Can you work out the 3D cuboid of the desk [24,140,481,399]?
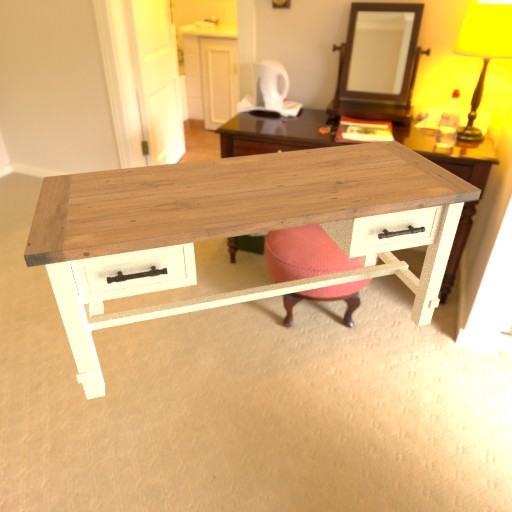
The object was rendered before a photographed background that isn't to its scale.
[{"bbox_3d":[0.000,0.000,2.161,1.803,0.762,0.688,-9,34,-14],"label":"desk"}]
